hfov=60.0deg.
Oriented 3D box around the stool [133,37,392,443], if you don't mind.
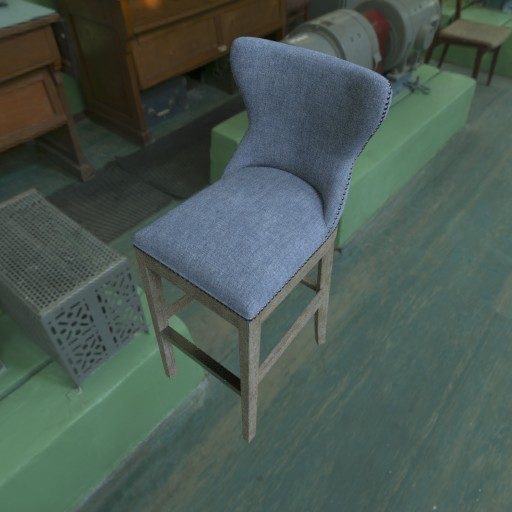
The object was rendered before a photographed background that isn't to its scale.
[{"bbox_3d":[0.000,0.000,1.413,0.494,1.123,0.606,30,52,26],"label":"stool"}]
